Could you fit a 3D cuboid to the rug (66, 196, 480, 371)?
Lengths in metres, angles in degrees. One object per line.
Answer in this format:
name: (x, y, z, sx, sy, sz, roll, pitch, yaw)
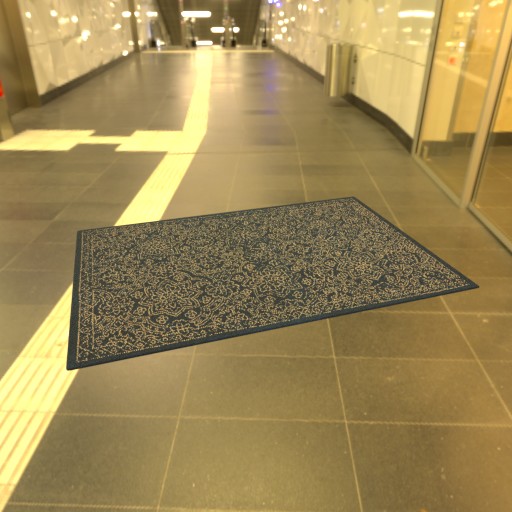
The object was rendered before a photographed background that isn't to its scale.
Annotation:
rug: (0.000, 0.000, 2.351, 1.829, 0.010, 1.219, -9, 30, -15)
